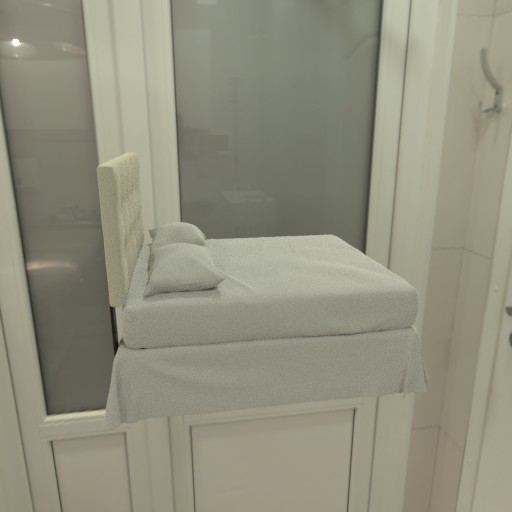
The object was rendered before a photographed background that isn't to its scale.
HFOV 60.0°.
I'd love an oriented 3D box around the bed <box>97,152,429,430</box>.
[{"bbox_3d":[0.000,0.000,3.568,2.222,1.577,1.936,-3,16,-9],"label":"bed"}]
